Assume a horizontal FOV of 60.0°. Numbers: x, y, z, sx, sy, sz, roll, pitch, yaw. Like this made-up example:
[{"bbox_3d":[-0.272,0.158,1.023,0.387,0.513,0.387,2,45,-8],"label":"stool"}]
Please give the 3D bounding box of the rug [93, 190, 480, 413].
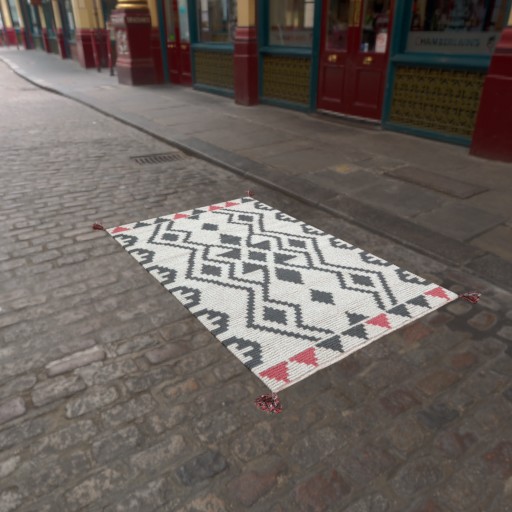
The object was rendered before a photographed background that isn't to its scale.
[{"bbox_3d":[0.000,0.000,3.380,1.741,0.066,2.672,-18,31,-31],"label":"rug"}]
